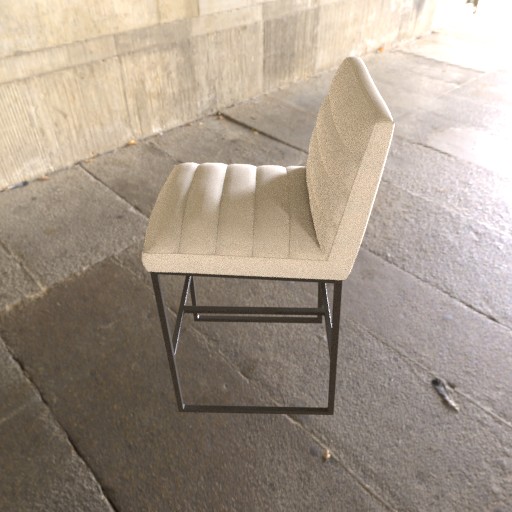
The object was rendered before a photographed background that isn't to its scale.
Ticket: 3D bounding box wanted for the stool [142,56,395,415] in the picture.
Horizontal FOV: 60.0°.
[{"bbox_3d":[0.000,0.000,1.367,0.573,1.061,0.464,1,40,1],"label":"stool"}]
